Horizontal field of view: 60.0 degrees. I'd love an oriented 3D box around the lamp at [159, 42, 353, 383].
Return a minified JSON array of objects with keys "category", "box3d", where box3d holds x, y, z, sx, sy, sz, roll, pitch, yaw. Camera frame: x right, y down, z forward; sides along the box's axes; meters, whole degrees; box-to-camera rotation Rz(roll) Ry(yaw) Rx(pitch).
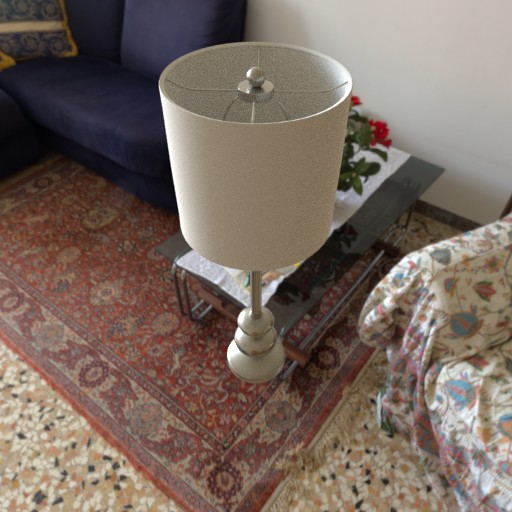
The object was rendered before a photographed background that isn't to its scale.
[{"category":"lamp","box3d":[0.000,0.000,0.818,0.254,0.690,0.254,2,45,2]}]
